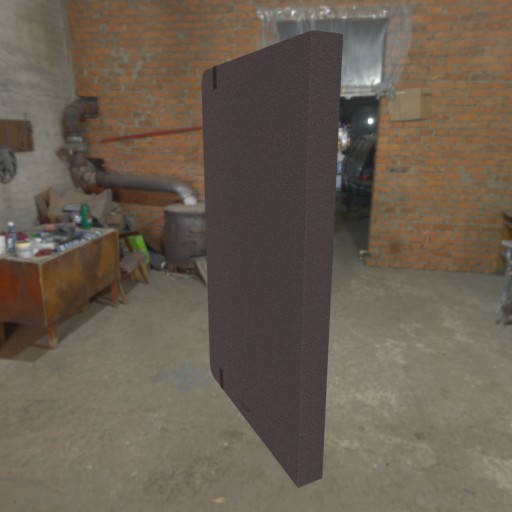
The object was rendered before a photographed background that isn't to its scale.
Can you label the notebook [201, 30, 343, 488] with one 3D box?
[{"bbox_3d":[0.000,0.000,0.256,0.016,0.213,0.127,-7,17,-25],"label":"notebook"}]
